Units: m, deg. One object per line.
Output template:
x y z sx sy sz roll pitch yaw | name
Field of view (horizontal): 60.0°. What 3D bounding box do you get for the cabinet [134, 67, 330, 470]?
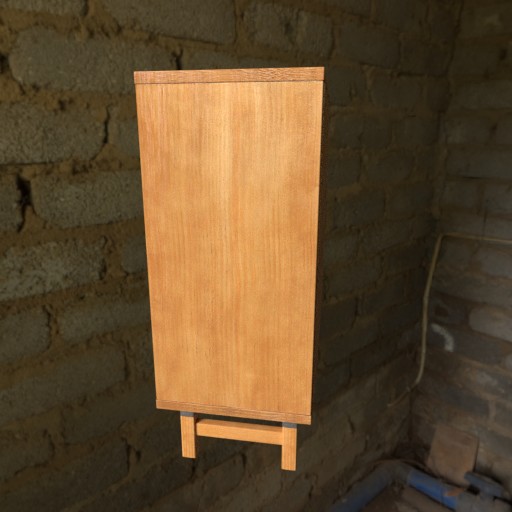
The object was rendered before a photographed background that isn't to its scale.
0.000 0.000 1.411 0.419 1.001 0.800 3 16 9 | cabinet
